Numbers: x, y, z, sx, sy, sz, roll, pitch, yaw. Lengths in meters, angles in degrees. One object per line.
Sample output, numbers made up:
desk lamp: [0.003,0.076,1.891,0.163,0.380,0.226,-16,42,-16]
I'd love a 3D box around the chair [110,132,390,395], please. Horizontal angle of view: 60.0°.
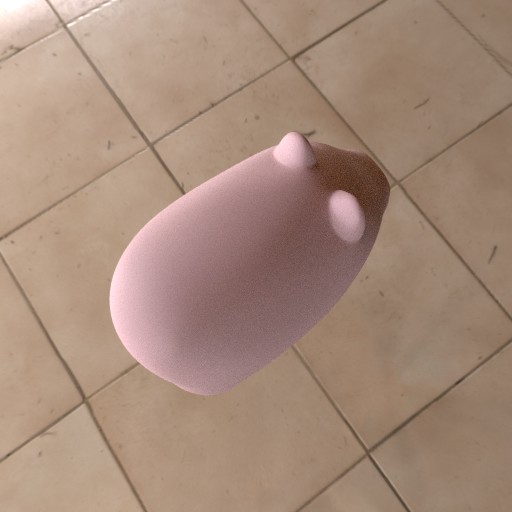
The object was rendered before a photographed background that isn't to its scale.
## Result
chair: [0.000,0.000,0.877,0.619,0.423,0.364,-35,78,-8]
